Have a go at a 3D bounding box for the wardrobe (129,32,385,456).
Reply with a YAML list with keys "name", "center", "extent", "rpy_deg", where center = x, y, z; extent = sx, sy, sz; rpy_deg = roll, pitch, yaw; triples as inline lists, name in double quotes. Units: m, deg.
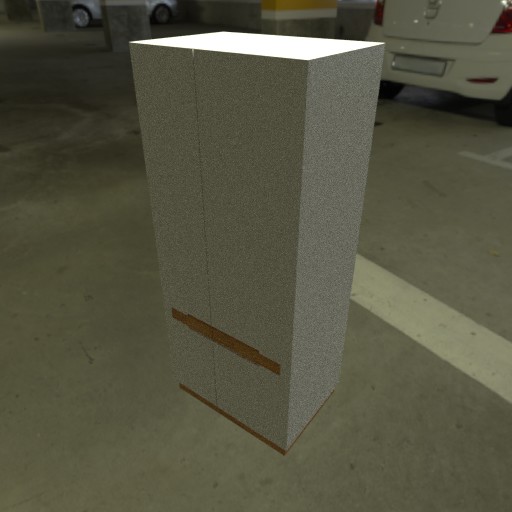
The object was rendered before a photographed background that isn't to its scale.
- name: "wardrobe"
  center: [0.000, 0.000, 2.341]
  extent: [0.860, 2.040, 0.600]
  rpy_deg: [21, 37, 31]
